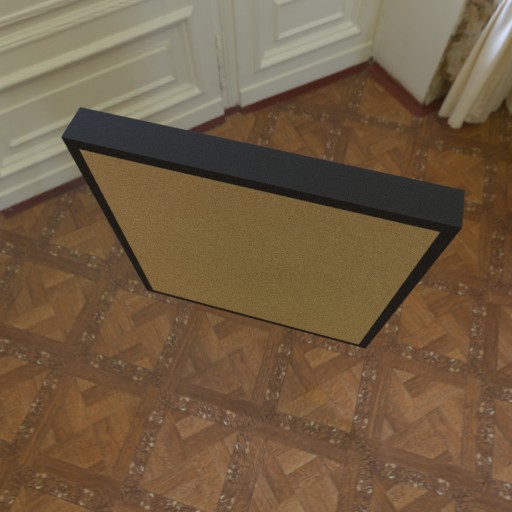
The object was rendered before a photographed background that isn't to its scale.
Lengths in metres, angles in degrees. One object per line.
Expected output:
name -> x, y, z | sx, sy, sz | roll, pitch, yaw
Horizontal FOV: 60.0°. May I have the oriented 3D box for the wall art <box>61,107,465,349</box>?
wall art -> 0.000, 0.000, 0.467 | 0.305, 0.304, 0.033 | 14, 63, 7
